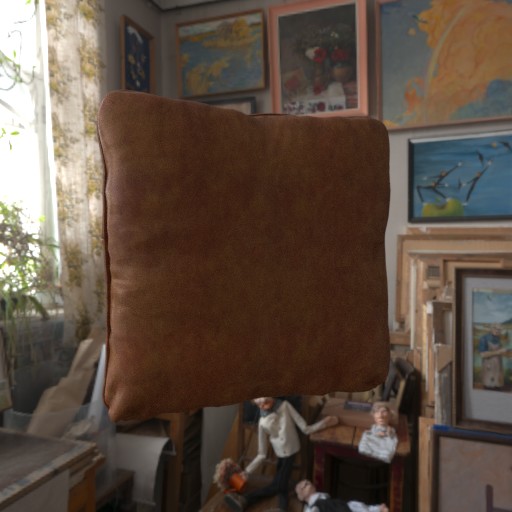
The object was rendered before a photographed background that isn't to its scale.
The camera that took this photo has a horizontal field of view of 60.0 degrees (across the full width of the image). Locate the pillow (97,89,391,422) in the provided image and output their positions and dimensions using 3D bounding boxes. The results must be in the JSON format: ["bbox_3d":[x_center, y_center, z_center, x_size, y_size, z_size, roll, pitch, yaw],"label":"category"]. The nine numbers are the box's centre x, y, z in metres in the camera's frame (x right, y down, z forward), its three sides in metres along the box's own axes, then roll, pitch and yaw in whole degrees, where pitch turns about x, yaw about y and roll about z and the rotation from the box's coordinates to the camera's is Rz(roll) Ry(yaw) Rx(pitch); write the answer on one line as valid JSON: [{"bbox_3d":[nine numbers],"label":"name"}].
[{"bbox_3d":[0.000,0.000,0.728,0.489,0.490,0.130,-1,2,-19],"label":"pillow"}]
